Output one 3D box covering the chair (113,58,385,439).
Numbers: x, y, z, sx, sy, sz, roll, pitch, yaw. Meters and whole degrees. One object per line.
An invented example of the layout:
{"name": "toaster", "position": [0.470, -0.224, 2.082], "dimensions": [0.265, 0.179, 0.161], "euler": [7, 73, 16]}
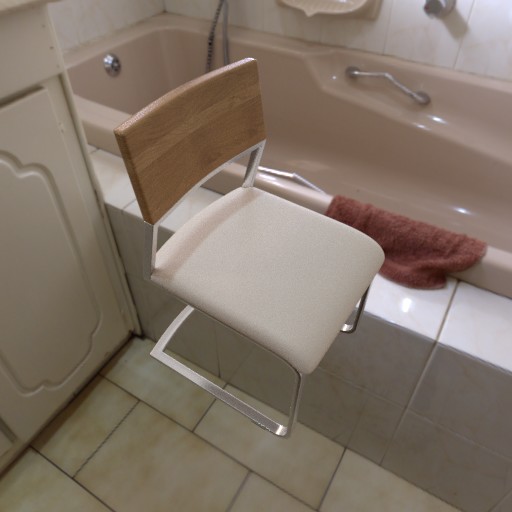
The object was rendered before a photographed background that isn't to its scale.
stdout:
{"name": "chair", "position": [0.000, 0.000, 1.205], "dimensions": [0.585, 0.844, 0.467], "euler": [24, 49, 24]}
